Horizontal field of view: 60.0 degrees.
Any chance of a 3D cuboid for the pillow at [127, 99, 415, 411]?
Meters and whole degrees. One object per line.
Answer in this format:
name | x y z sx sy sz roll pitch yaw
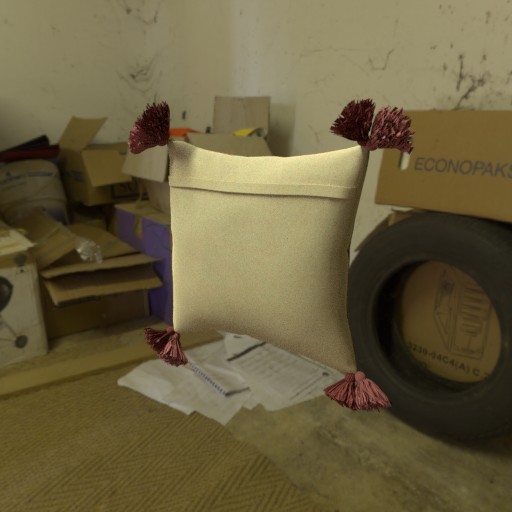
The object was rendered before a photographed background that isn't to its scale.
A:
pillow | 0.000 0.000 0.982 0.641 0.659 0.138 9 19 27
